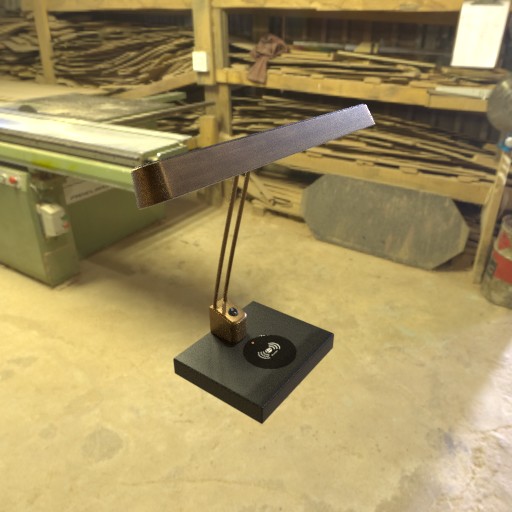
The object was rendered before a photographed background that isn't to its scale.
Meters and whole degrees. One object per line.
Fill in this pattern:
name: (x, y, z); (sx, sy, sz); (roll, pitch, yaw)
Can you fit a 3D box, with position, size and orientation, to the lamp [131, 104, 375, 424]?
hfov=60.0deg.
lamp: (0.000, 0.000, 0.577); (0.156, 0.345, 0.412); (19, 32, 32)
